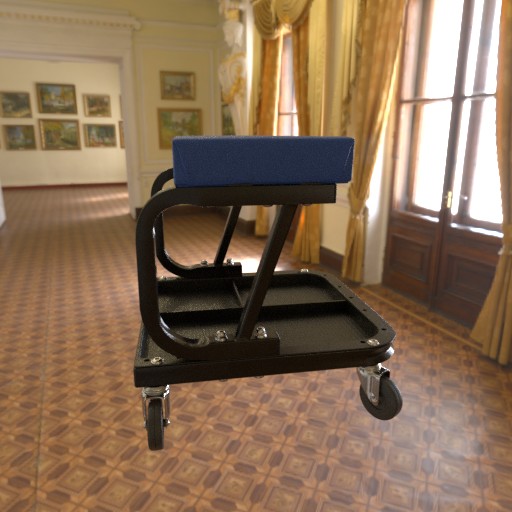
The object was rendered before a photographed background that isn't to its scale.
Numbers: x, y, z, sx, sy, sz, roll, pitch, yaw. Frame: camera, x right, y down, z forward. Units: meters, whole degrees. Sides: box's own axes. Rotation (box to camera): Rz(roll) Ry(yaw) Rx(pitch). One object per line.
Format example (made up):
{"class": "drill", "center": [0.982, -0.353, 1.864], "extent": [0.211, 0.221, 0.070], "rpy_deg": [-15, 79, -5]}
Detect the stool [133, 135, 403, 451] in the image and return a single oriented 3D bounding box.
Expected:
{"class": "stool", "center": [0.000, 0.000, 0.725], "extent": [0.371, 0.380, 0.446], "rpy_deg": [-3, 16, -10]}
